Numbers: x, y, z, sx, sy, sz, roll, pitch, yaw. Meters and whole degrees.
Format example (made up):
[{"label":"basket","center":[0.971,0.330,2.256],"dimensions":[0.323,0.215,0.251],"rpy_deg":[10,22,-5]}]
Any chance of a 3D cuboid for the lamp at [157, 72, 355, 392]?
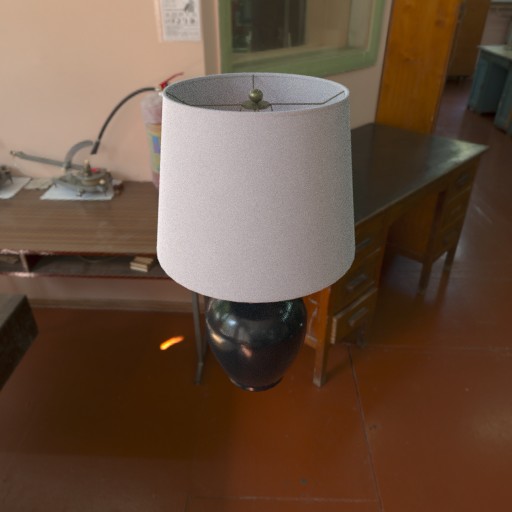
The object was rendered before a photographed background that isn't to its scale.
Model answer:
[{"label":"lamp","center":[0.000,0.000,0.556],"dimensions":[0.239,0.399,0.239],"rpy_deg":[0,32,0]}]
